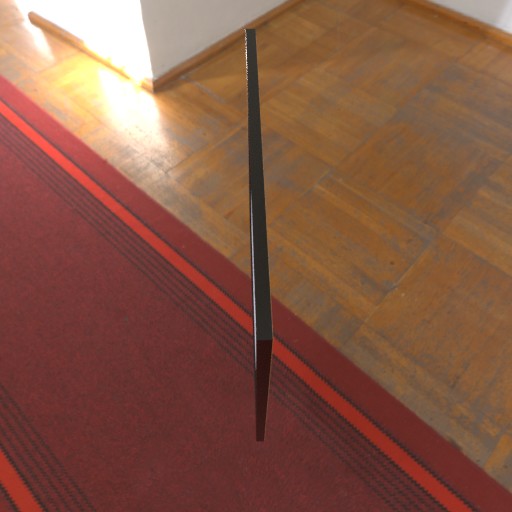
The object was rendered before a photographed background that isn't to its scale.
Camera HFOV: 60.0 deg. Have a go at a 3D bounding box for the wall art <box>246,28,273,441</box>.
[{"bbox_3d":[0.000,0.000,0.666,0.014,0.445,0.446,-2,57,-1],"label":"wall art"}]
